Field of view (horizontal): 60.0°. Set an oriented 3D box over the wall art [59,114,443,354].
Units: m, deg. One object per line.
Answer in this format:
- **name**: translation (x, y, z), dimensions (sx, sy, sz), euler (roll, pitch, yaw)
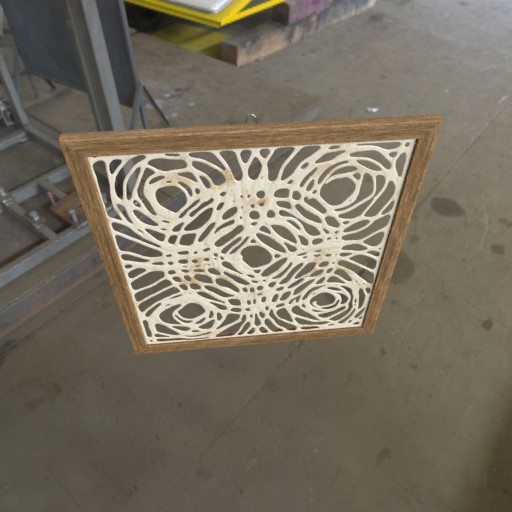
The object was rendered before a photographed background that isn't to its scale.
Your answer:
- **wall art**: translation (0.000, 0.000, 0.844), dimensions (0.561, 0.576, 0.021), euler (-4, 46, -4)
